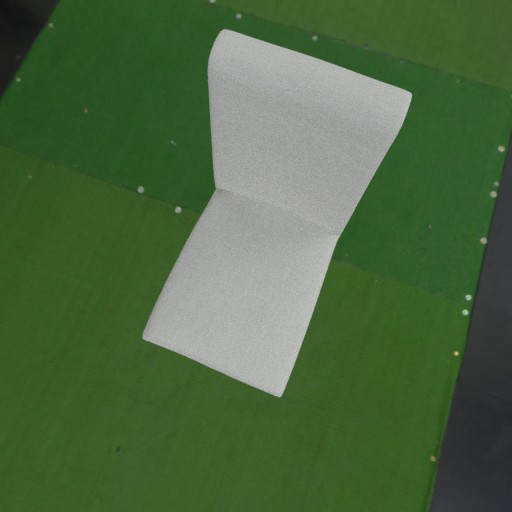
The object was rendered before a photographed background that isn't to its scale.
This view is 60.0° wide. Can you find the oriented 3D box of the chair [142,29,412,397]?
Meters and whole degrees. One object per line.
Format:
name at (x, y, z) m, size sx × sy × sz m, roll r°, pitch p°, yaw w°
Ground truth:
chair at (0.000, 0.000, 1.340) m, size 0.452 × 0.976 × 0.708 m, roll 22°, pitch 76°, yaw 6°
